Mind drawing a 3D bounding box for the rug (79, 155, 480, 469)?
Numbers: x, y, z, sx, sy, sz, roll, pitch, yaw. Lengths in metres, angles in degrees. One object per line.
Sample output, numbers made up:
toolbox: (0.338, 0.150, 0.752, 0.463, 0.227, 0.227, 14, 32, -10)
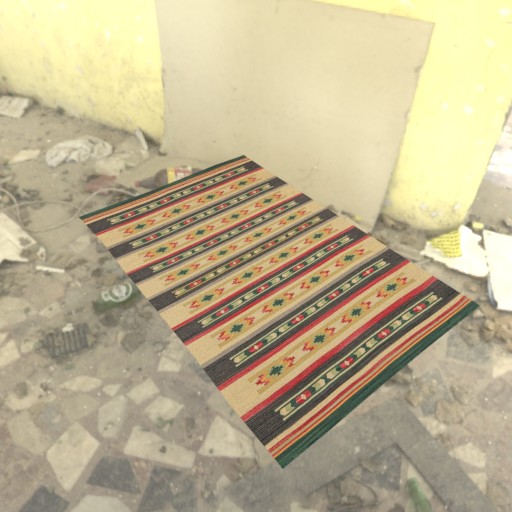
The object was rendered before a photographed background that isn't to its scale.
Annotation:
rug: (0.000, 0.000, 2.923, 1.522, 0.010, 2.311, -27, 48, -28)
